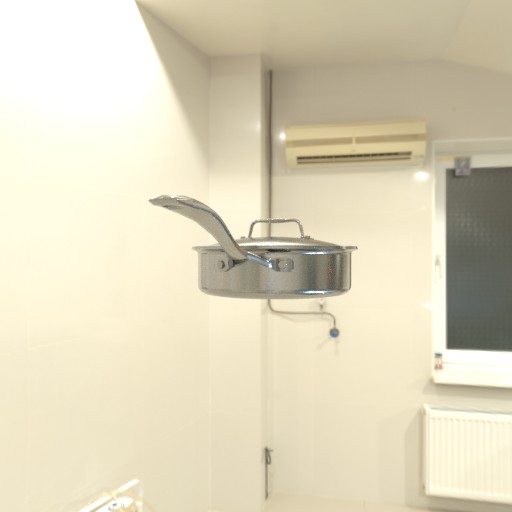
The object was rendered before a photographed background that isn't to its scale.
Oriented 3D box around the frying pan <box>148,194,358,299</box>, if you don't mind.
[{"bbox_3d":[0.000,0.000,0.582,0.245,0.111,0.492,0,0,18],"label":"frying pan"}]
